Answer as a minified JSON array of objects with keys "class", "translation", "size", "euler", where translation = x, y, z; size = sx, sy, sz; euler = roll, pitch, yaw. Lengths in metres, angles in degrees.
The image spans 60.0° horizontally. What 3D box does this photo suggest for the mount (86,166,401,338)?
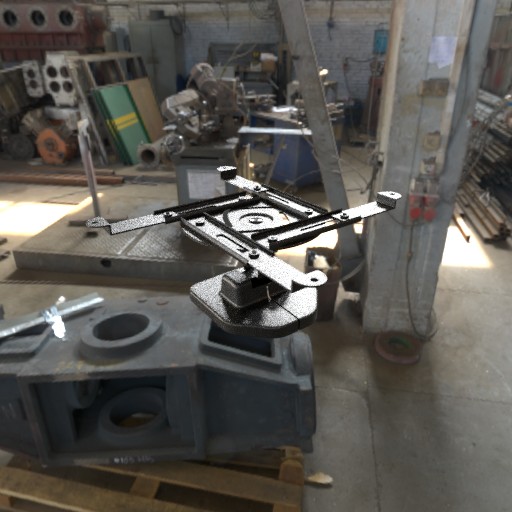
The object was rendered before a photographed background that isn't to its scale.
[{"class":"mount","translation":[0.000,0.000,0.607],"size":[0.394,0.141,0.394],"euler":[-18,31,-32]}]
